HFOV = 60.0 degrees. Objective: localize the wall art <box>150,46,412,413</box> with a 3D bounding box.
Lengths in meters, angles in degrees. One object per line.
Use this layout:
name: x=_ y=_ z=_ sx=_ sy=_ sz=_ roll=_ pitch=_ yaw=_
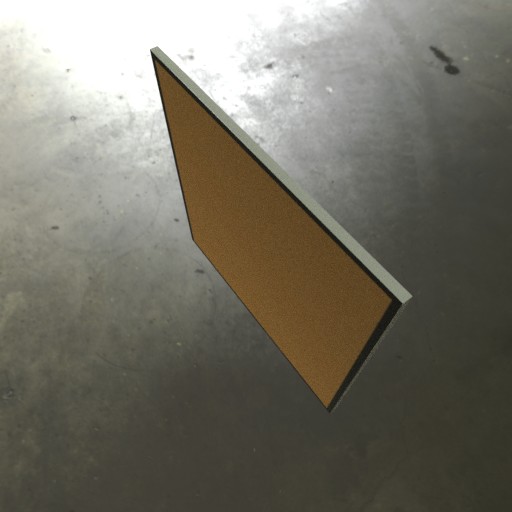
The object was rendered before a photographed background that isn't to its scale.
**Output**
wall art: x=0.000 y=0.000 z=1.207 sx=0.022 sy=0.803 sz=0.805 roll=-32 pitch=64 yaw=-18
